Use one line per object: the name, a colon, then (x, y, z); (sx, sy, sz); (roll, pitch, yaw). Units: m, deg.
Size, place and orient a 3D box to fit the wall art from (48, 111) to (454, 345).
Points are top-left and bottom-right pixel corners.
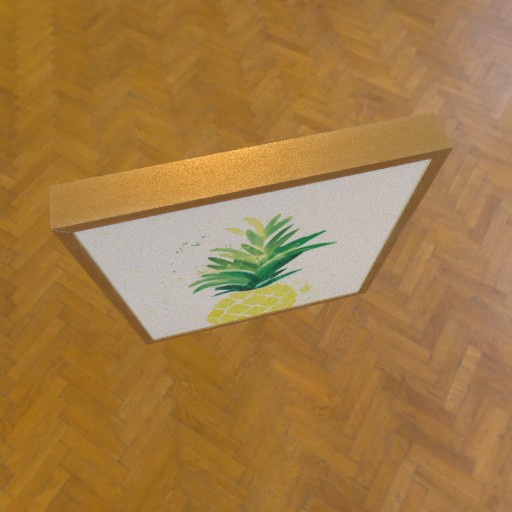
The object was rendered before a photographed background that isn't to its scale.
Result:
wall art: (0.000, 0.000, 0.471); (0.306, 0.305, 0.038); (-12, 64, -6)
